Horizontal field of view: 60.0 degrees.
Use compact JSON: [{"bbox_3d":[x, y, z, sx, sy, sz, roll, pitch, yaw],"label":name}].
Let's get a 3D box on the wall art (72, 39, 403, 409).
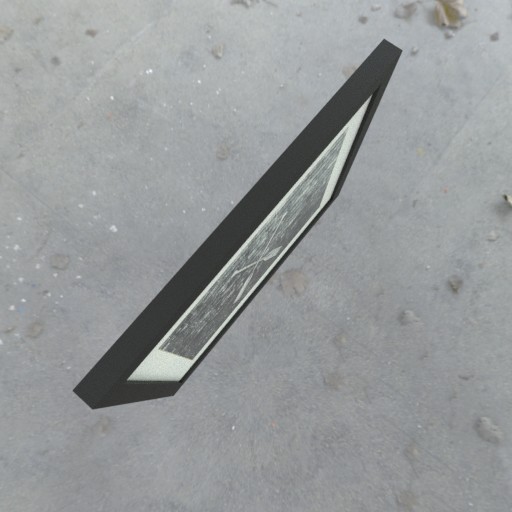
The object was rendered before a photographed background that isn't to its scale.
[{"bbox_3d":[0.000,0.000,0.727,0.029,0.457,0.558,38,78,10],"label":"wall art"}]
